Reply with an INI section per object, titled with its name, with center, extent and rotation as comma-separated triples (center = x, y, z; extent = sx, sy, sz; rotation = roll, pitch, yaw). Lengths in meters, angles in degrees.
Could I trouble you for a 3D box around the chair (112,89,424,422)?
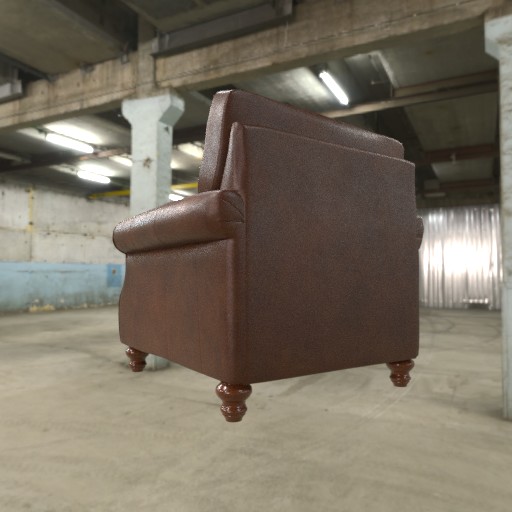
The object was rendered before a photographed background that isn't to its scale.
[chair]
center = 0.000, 0.000, 1.804
extent = 0.989, 0.972, 0.992
rotation = 2, -4, -34
